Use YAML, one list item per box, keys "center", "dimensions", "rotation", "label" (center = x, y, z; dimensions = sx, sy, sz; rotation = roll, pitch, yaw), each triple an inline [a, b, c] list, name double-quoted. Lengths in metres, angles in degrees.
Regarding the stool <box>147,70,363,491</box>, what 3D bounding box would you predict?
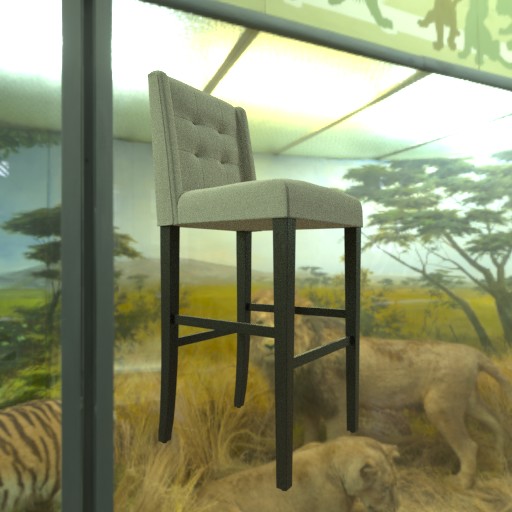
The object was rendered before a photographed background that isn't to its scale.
- center: [0.000, 0.000, 1.362]
  dimensions: [0.509, 1.116, 0.474]
  rotation: [0, 0, 35]
  label: "stool"
